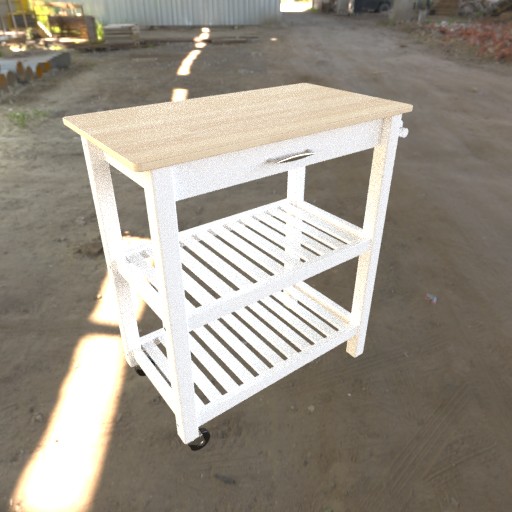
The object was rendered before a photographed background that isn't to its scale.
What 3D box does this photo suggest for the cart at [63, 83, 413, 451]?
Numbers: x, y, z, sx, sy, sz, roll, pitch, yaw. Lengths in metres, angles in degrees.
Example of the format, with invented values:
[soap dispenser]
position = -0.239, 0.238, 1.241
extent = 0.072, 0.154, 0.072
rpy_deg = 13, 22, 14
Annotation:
[cart]
position = 0.000, 0.000, 1.441
extent = 0.899, 0.927, 0.457
rpy_deg = -21, 37, -31
